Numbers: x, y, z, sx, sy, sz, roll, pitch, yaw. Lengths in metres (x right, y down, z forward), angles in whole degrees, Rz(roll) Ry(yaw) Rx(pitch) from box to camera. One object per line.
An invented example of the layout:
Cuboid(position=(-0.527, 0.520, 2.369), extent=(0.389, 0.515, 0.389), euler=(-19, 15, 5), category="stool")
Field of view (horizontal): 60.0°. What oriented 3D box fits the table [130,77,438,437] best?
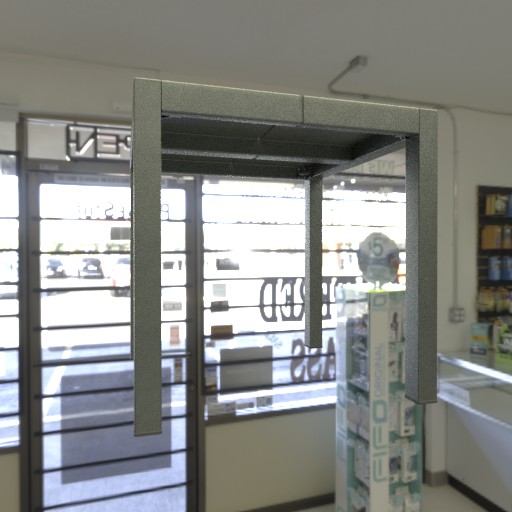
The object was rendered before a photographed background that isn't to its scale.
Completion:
Cuboid(position=(0.000, 0.000, 0.938), extent=(0.508, 0.508, 0.508), euler=(0, 0, -16), category="table")
